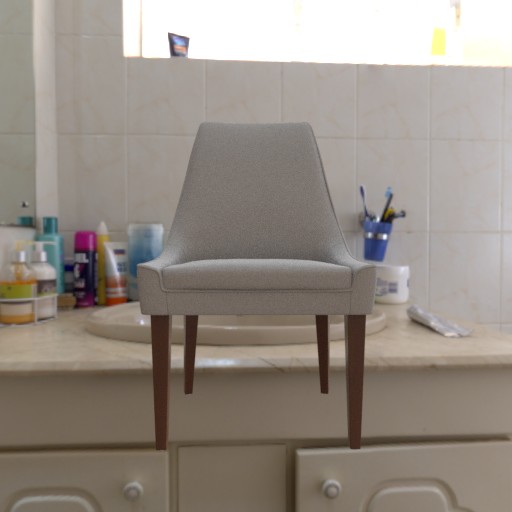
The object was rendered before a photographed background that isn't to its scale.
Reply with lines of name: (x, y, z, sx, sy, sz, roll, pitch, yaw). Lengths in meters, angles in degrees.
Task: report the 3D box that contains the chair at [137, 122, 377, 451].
chair: (0.000, 0.000, 1.218, 0.529, 0.861, 0.544, 0, 1, -1)
